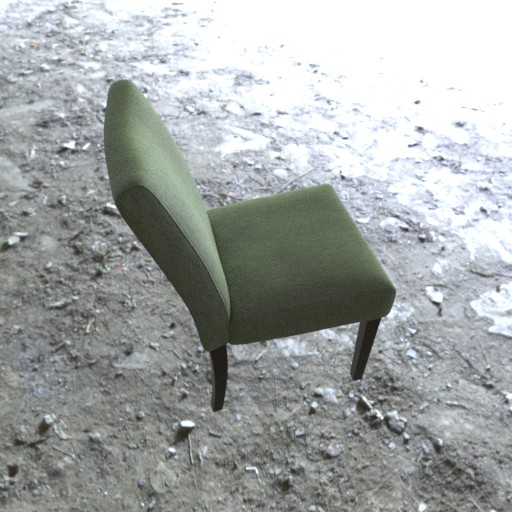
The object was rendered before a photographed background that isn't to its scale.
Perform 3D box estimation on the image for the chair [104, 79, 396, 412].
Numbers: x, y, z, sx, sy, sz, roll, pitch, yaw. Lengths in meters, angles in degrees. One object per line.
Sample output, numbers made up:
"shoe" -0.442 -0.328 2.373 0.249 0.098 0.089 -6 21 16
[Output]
"chair" 0.000 0.000 1.236 0.629 0.884 0.487 -10 46 -10
